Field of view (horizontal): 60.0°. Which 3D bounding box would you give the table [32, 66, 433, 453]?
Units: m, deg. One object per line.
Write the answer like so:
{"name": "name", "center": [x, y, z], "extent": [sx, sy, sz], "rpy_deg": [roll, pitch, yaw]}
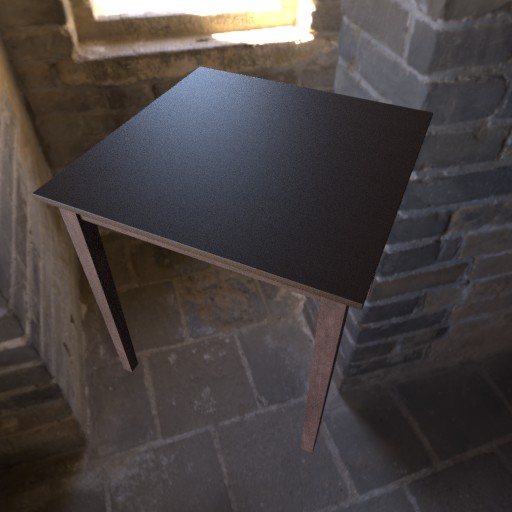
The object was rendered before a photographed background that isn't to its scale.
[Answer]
{"name": "table", "center": [0.000, 0.000, 1.384], "extent": [0.749, 0.770, 0.749], "rpy_deg": [18, 48, 17]}
